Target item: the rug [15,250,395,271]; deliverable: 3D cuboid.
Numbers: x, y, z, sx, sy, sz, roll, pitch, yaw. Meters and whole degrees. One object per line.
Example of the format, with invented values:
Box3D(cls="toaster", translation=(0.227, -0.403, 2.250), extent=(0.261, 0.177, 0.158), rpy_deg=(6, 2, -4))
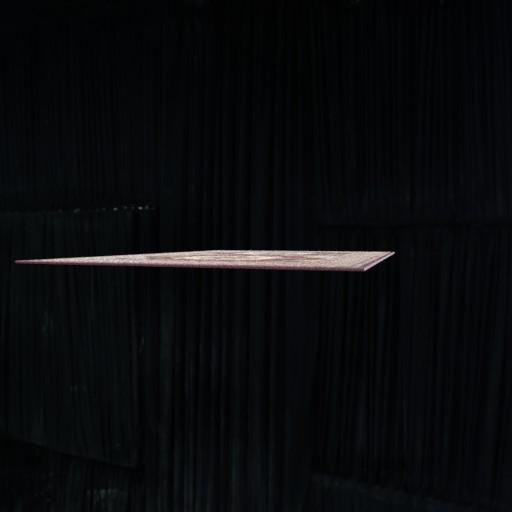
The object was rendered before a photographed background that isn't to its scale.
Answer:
Box3D(cls="rug", translation=(0.000, 0.000, 2.843), extent=(1.599, 0.011, 2.210), rpy_deg=(1, 2, 20))
